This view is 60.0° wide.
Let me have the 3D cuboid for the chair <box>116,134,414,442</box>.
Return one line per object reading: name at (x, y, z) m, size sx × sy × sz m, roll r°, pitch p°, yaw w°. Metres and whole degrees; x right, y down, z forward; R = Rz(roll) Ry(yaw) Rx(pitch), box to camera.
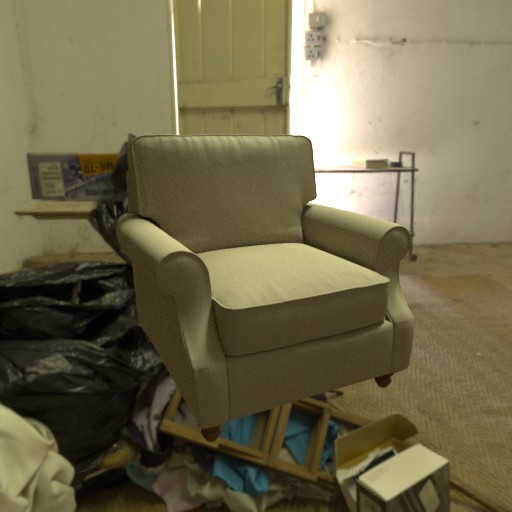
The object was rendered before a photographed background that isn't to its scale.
chair at (0.000, 0.000, 1.825) m, size 1.029 × 0.967 × 0.966 m, roll -7°, pitch 17°, yaw -25°
